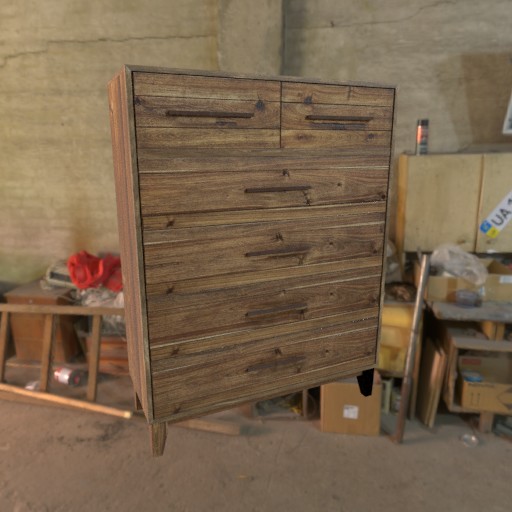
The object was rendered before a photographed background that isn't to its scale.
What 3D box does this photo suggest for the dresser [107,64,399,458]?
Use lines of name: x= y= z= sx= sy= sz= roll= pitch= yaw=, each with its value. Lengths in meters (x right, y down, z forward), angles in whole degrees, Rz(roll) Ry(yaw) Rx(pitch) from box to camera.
dresser: x=0.000 y=0.000 z=1.900 sx=1.062 sy=1.393 sz=0.442 roll=-6 pitch=15 yaw=-24
